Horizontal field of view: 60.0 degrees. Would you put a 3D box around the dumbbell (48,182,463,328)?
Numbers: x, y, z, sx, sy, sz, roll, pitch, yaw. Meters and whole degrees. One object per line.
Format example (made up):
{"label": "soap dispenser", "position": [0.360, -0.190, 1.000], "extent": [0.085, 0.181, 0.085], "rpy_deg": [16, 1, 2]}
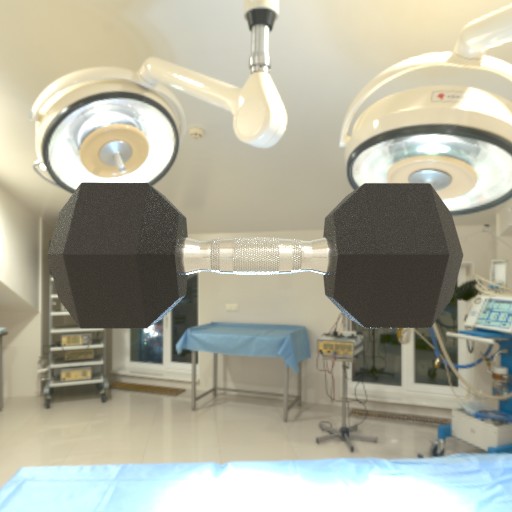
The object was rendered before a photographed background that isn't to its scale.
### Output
{"label": "dumbbell", "position": [0.000, 0.000, 0.375], "extent": [0.315, 0.113, 0.129], "rpy_deg": [0, -1, -1]}
